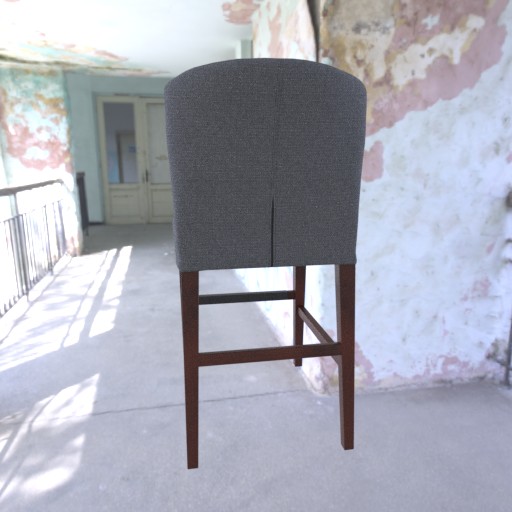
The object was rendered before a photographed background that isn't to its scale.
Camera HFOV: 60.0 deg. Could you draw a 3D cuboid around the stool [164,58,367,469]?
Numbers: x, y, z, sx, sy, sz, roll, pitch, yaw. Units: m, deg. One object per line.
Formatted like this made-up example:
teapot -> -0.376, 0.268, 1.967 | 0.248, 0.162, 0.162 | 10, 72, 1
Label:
stool -> 0.000, 0.000, 1.287 | 0.479, 0.968, 0.568 | -2, 13, -10
